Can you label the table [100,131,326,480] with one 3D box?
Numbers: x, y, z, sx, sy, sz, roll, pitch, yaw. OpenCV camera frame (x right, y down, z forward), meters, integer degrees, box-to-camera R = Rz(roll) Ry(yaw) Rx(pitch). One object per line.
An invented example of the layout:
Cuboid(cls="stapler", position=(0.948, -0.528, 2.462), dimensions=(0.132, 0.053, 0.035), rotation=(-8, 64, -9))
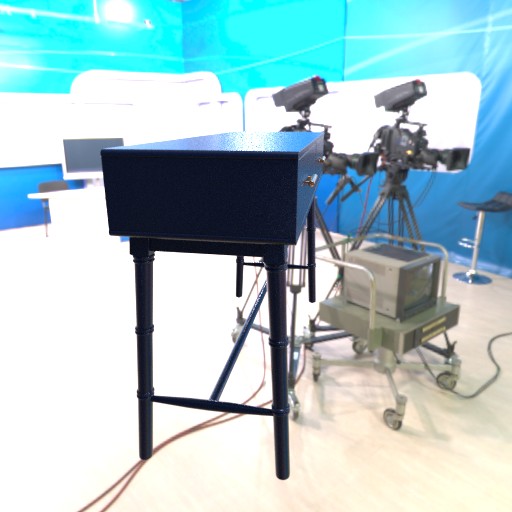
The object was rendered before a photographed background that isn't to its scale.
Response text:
Cuboid(cls="table", position=(0.000, 0.000, 1.448), dimensions=(0.399, 0.749, 1.118), rotation=(3, 18, 10))
